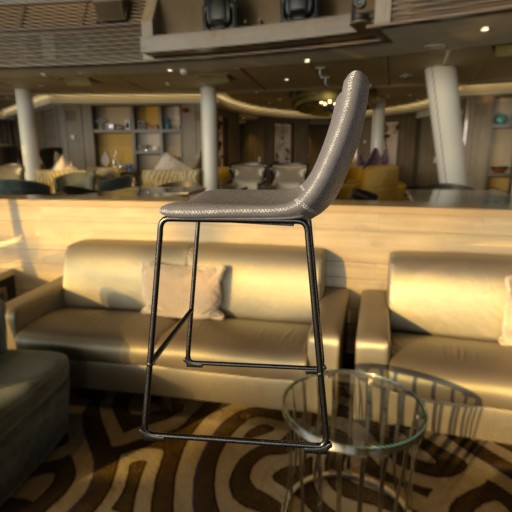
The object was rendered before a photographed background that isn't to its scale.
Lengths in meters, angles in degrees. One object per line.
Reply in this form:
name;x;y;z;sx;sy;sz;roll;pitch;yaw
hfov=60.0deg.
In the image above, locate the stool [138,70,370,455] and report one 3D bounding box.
stool;0.000;0.000;1.189;0.546;0.876;0.470;2;13;7
